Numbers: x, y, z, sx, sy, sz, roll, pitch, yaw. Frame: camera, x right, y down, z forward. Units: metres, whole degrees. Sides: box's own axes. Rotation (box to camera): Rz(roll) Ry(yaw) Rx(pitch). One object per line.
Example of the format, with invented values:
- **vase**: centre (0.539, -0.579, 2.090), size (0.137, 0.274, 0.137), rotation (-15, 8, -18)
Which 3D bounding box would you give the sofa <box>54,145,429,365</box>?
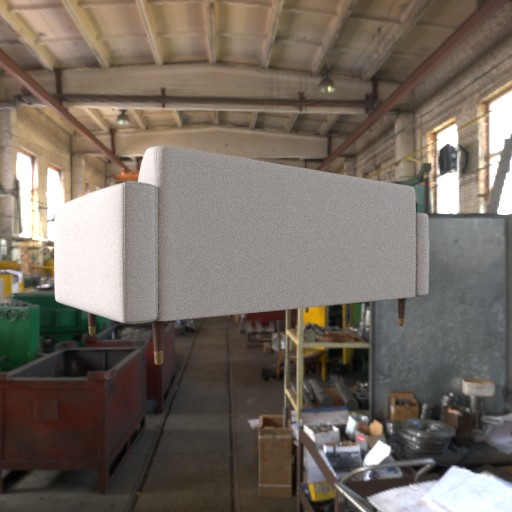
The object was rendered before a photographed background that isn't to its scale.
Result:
- **sofa**: centre (0.000, 0.000, 2.438), size (1.895, 0.814, 0.969), rotation (0, 0, -37)
